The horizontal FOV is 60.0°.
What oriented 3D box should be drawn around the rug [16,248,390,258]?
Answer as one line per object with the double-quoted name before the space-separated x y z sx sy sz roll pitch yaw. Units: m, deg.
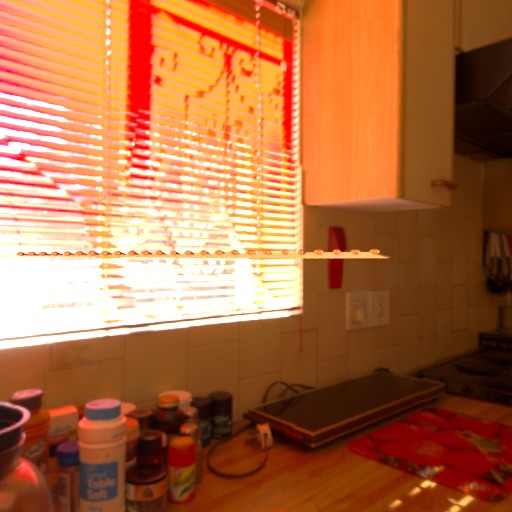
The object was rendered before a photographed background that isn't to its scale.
"rug" 0.000 0.000 4.321 2.451 0.035 3.369 0 -1 18
